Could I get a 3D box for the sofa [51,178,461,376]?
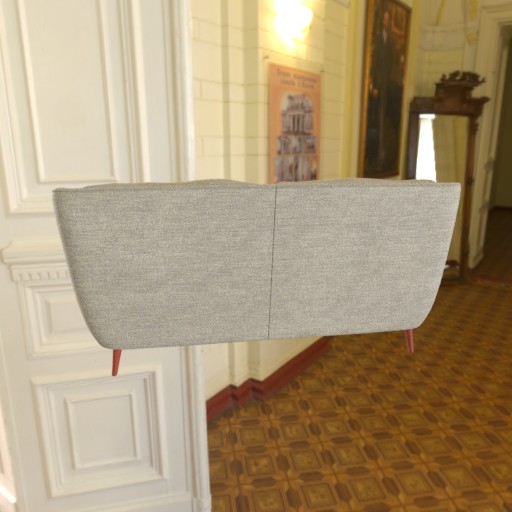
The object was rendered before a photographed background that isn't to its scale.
[{"bbox_3d":[0.000,0.000,2.446,1.930,0.897,0.976,-2,15,-9],"label":"sofa"}]
